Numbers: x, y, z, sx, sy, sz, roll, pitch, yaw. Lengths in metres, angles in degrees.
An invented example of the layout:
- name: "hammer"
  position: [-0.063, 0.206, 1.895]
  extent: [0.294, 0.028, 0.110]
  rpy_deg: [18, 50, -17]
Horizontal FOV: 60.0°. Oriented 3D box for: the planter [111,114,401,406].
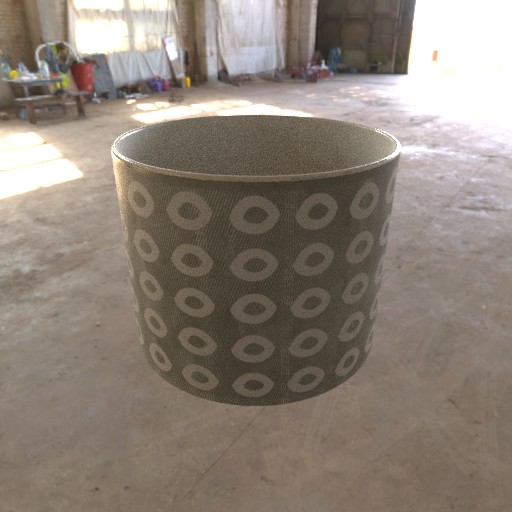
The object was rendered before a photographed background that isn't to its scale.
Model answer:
- name: "planter"
  position: [0.000, 0.000, 0.451]
  extent: [0.250, 0.239, 0.250]
  rpy_deg: [0, 27, 0]
